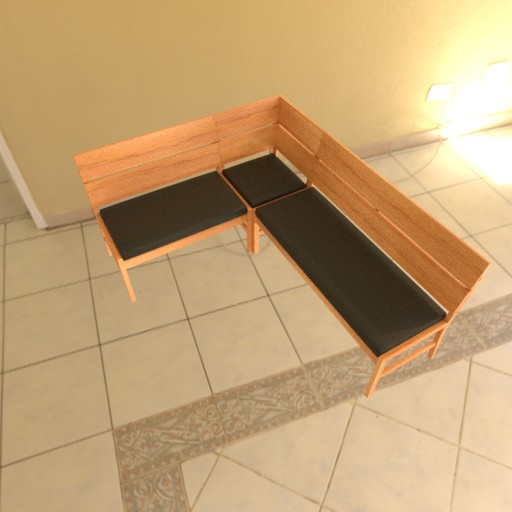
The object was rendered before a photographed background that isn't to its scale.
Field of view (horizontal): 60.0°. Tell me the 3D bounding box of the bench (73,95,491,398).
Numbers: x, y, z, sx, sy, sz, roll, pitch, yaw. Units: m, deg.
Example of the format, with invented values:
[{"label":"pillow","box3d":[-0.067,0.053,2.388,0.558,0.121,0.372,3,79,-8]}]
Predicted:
[{"label":"bench","box3d":[0.000,0.000,2.808,1.548,0.890,1.948,-23,51,-20]}]
